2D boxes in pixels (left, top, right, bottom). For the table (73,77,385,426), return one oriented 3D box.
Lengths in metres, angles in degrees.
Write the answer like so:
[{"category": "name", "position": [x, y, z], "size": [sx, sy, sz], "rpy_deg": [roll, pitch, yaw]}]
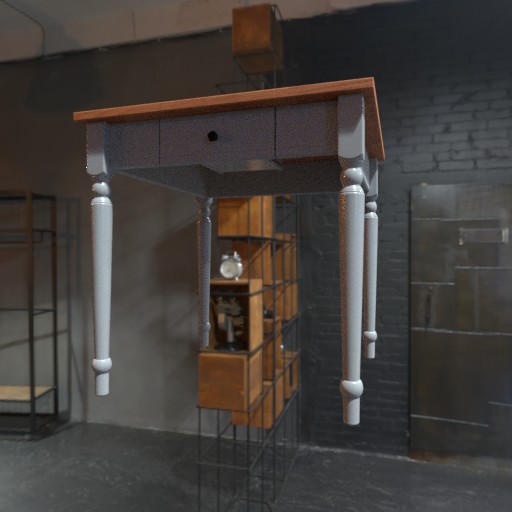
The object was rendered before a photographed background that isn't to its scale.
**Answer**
[{"category": "table", "position": [0.000, 0.000, 1.381], "size": [0.747, 0.738, 0.747], "rpy_deg": [0, 0, 18]}]
